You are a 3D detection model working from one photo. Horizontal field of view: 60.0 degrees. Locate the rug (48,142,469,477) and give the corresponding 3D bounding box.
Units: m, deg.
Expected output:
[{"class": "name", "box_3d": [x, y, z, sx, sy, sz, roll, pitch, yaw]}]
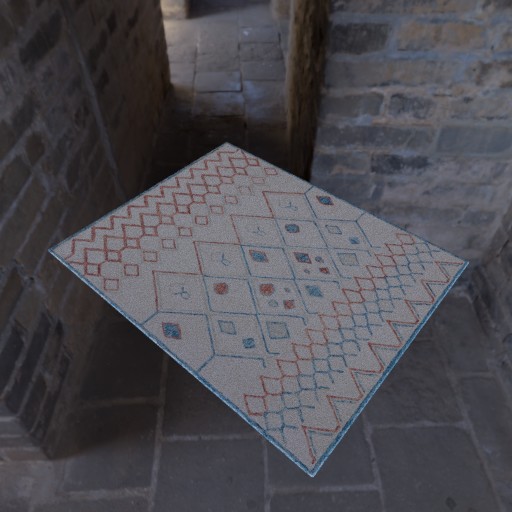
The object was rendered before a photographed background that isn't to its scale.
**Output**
[{"class": "rug", "box_3d": [0.000, 0.000, 4.104, 3.050, 0.016, 2.441, 32, 54, 27]}]
